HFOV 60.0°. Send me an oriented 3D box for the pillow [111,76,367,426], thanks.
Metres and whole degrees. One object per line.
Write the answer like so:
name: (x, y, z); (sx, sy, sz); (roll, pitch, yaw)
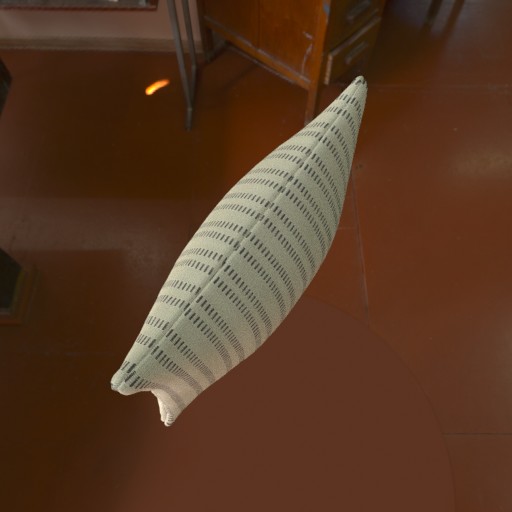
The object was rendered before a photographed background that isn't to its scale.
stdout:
pillow: (0.000, 0.000, 0.800); (0.210, 0.353, 0.640); (32, 68, 14)
